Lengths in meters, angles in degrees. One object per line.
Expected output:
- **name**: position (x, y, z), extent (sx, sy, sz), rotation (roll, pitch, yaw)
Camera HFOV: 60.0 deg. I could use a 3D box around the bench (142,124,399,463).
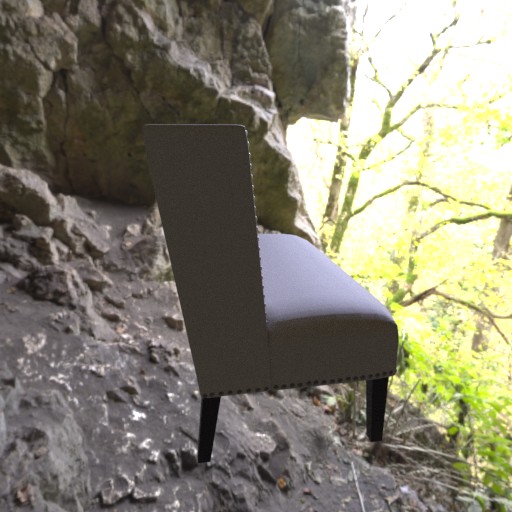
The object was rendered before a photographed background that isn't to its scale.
- **bench**: position (0.000, 0.000, 2.006), extent (0.847, 1.123, 1.280), rotation (-3, 16, -9)
